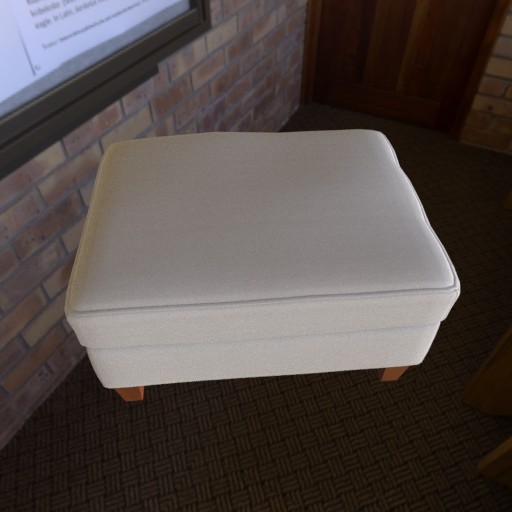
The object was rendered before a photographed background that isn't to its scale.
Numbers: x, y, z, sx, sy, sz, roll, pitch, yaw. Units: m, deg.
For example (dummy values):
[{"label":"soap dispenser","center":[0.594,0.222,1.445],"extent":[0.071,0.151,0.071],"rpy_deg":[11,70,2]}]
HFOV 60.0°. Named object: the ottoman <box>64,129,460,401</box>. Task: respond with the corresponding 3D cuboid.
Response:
[{"label":"ottoman","center":[0.000,0.000,1.226],"extent":[0.818,0.496,0.634],"rpy_deg":[-3,47,-3]}]
